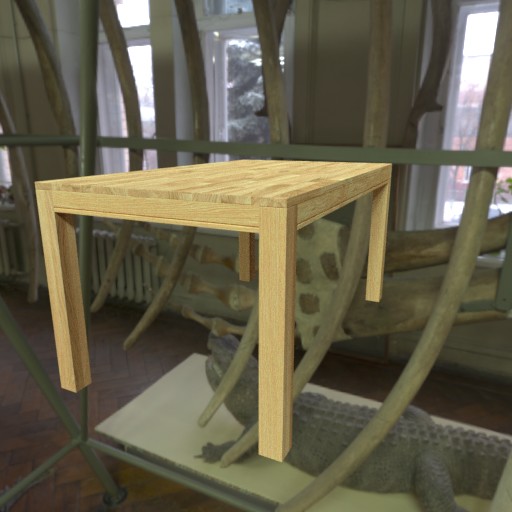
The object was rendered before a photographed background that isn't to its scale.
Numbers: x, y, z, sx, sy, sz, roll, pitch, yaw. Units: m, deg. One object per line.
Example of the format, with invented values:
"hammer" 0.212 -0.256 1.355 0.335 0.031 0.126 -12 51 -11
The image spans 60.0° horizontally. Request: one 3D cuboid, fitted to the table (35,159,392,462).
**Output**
"table" 0.000 0.000 2.029 0.900 0.770 1.500 7 17 25
